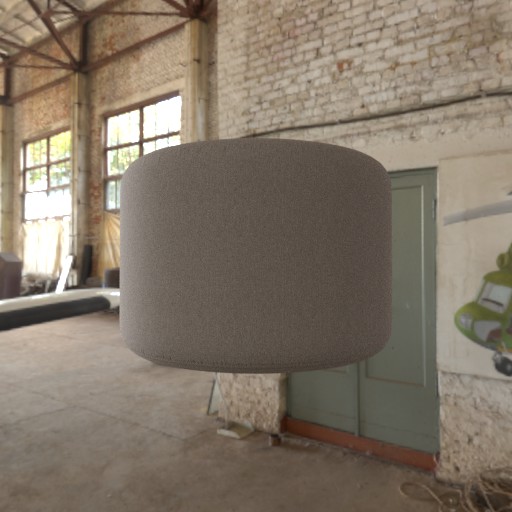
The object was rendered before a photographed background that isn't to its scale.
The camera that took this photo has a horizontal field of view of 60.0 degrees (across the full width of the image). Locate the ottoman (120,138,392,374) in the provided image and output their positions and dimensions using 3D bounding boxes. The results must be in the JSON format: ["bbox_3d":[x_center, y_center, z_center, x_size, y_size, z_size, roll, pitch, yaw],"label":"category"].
[{"bbox_3d":[0.000,0.000,1.035,0.608,0.433,0.608,0,-1,0],"label":"ottoman"}]
